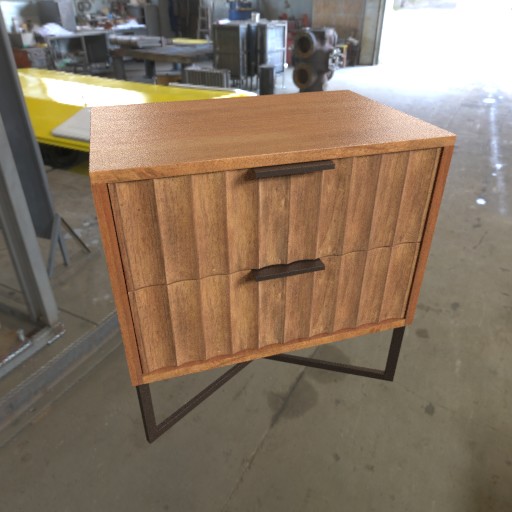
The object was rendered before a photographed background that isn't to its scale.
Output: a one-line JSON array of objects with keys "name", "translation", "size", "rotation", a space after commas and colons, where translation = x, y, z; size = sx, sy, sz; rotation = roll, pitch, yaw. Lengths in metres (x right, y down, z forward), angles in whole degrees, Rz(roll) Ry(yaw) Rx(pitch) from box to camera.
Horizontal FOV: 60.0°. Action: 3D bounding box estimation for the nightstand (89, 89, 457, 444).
[{"name": "nightstand", "translation": [0.000, 0.000, 1.018], "size": [0.613, 0.615, 0.427], "rotation": [-9, 33, -15]}]
